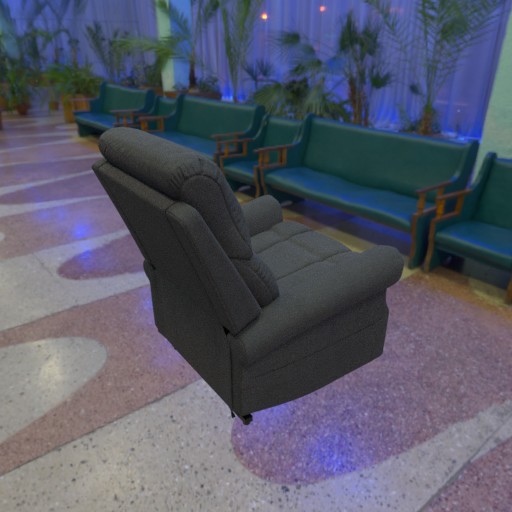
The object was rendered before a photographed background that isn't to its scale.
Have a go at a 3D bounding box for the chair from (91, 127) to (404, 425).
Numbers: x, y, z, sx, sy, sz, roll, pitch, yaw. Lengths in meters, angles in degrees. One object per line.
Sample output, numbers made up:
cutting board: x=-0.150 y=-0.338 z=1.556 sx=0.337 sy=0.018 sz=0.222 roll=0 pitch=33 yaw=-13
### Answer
chair: x=0.000 y=0.000 z=1.775 sx=0.979 sy=1.031 sz=0.871 roll=-19 pitch=32 yaw=-33
